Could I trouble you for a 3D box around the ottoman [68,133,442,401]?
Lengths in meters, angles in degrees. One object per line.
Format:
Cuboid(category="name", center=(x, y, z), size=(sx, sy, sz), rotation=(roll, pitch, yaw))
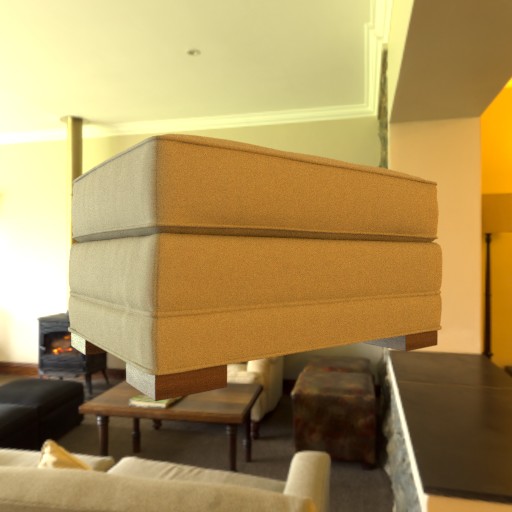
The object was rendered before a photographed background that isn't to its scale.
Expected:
Cuboid(category="ottoman", center=(0.000, 0.000, 1.193), size=(0.848, 0.482, 0.611), rotation=(0, 0, -36))
